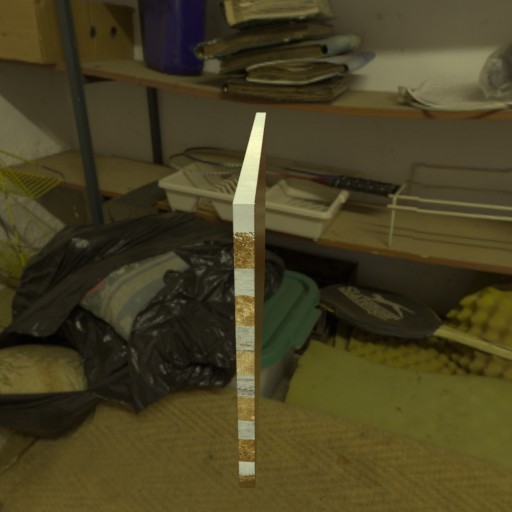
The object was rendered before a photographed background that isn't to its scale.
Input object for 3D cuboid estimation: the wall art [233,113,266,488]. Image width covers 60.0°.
[{"bbox_3d":[0.000,0.000,1.479,0.041,0.762,1.145,1,26,2],"label":"wall art"}]
